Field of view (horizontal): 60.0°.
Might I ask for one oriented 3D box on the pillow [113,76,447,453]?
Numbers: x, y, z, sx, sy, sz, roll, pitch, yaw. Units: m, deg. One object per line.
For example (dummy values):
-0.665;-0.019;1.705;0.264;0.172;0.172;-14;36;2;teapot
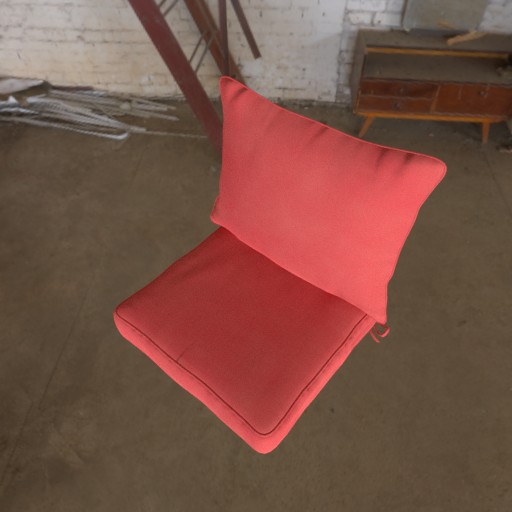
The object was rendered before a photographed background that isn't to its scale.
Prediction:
0.000;0.000;1.367;0.798;0.725;0.733;31;54;26;pillow
